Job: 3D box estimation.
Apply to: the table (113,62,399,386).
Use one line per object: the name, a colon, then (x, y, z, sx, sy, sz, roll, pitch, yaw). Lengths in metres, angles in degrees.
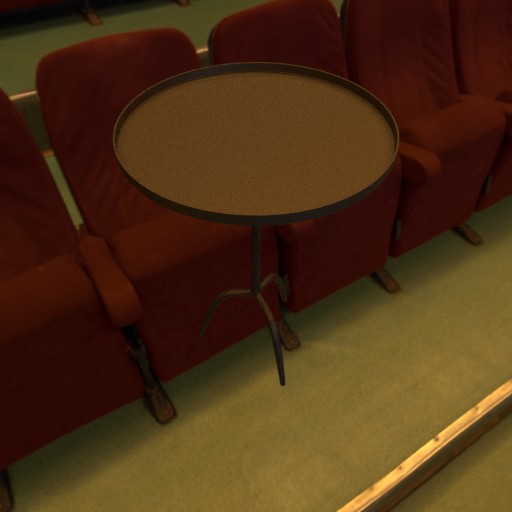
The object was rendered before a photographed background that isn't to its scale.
table: (0.000, 0.000, 1.049, 0.502, 0.700, 0.502, -25, 52, -22)
